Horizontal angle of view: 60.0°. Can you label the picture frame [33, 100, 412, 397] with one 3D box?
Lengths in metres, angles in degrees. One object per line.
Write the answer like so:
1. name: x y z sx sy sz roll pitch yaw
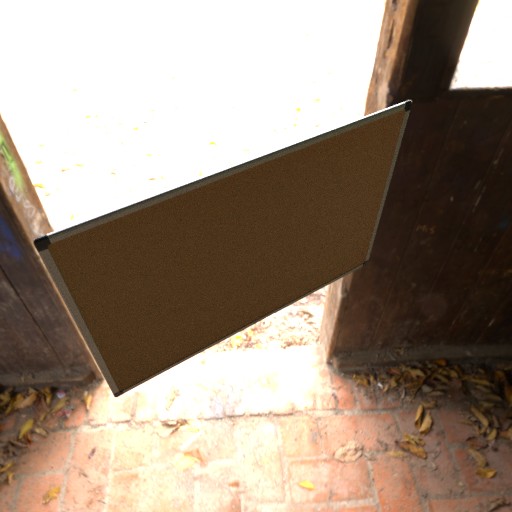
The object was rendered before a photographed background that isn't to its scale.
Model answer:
1. picture frame: 0.000 0.000 1.135 0.900 0.600 0.010 -25 52 -21
